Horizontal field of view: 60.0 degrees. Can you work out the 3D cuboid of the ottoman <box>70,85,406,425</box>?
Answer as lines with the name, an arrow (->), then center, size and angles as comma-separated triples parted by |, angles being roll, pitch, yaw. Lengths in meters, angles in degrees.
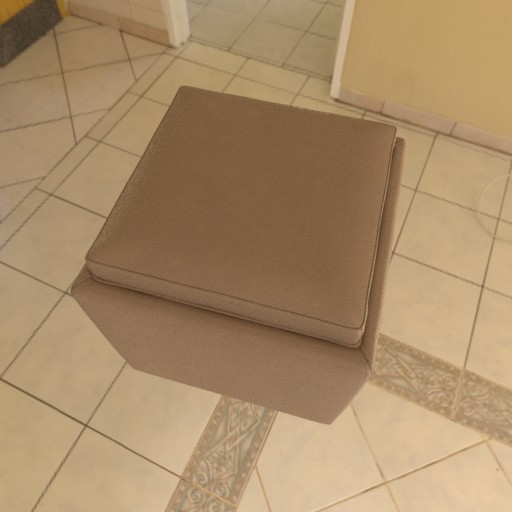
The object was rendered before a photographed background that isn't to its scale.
ottoman -> 0.000, 0.000, 0.839 | 0.451, 0.460, 0.450 | 13, 60, 8
